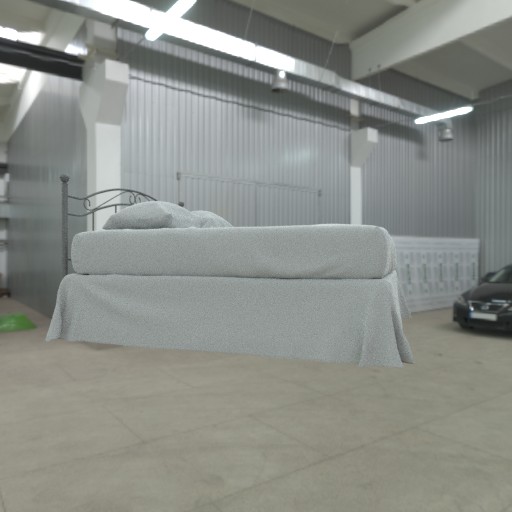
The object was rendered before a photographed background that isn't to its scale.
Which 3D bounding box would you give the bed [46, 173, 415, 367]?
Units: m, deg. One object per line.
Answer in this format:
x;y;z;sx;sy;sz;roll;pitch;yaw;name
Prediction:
0.000;0.000;3.321;2.215;1.080;1.936;0;0;19;bed
